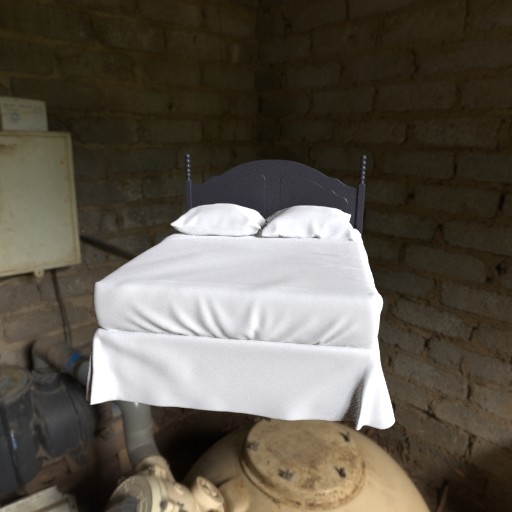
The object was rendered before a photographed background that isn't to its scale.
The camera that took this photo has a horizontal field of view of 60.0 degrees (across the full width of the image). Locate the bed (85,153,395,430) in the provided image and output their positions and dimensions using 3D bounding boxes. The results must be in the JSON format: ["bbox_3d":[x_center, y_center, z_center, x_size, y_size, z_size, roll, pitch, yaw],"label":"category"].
[{"bbox_3d":[0.000,0.000,3.235,1.873,1.356,2.040,2,16,9],"label":"bed"}]
